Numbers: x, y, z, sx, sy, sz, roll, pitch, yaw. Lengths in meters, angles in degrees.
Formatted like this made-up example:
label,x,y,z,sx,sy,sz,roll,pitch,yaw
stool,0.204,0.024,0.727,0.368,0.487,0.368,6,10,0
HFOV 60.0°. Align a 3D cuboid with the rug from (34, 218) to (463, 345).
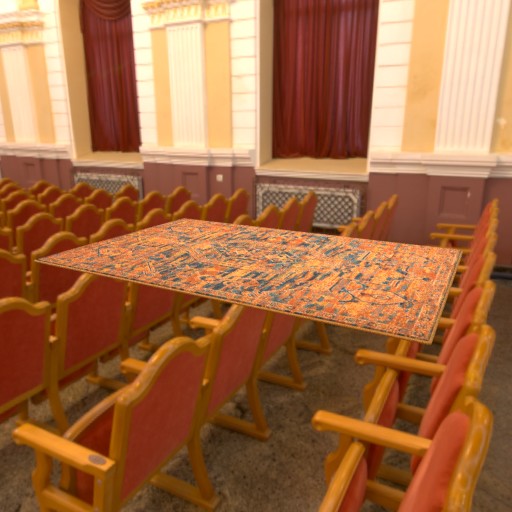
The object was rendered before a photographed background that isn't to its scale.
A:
label,x,y,z,sx,sy,sz,roll,pitch,yaw
rug,0.000,0.000,1.058,0.863,0.008,0.557,8,18,27
